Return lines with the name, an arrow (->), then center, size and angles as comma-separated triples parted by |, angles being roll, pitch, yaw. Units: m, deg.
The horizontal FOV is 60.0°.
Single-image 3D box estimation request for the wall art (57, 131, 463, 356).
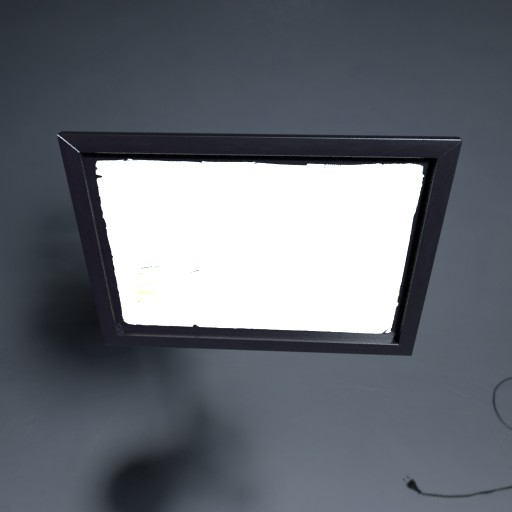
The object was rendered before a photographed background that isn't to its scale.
wall art -> 0.000, 0.000, 0.563 | 0.440, 0.306, 0.013 | 1, 30, 2
